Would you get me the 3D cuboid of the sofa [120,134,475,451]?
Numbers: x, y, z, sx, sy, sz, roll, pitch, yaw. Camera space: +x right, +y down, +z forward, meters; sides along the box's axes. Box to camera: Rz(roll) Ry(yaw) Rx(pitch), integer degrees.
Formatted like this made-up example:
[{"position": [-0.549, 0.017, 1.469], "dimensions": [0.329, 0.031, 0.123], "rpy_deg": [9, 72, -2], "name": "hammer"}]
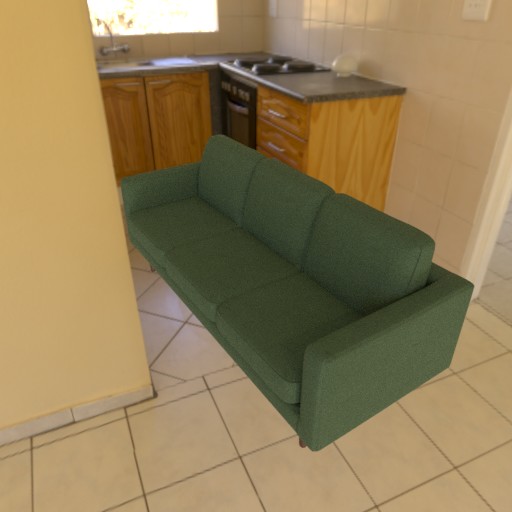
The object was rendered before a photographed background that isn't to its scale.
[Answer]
[{"position": [0.000, 0.000, 2.498], "dimensions": [0.879, 0.899, 2.029], "rpy_deg": [-19, 36, -28], "name": "sofa"}]
